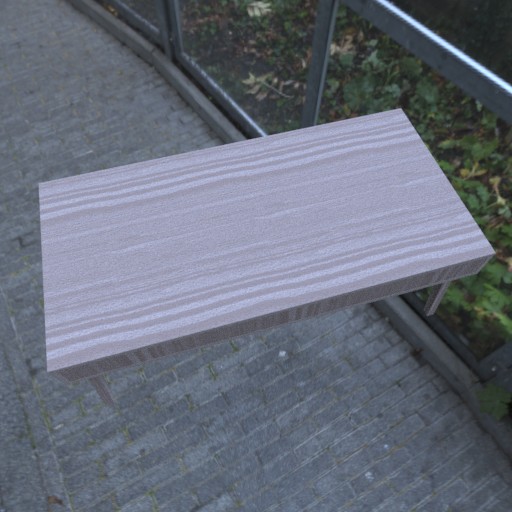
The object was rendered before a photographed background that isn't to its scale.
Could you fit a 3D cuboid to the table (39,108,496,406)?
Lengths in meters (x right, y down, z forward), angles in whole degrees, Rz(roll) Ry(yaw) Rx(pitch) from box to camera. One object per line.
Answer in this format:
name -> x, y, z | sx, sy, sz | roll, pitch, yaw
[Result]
table -> 0.000, 0.000, 1.473 | 1.200, 0.450, 0.600 | -14, 60, -8
